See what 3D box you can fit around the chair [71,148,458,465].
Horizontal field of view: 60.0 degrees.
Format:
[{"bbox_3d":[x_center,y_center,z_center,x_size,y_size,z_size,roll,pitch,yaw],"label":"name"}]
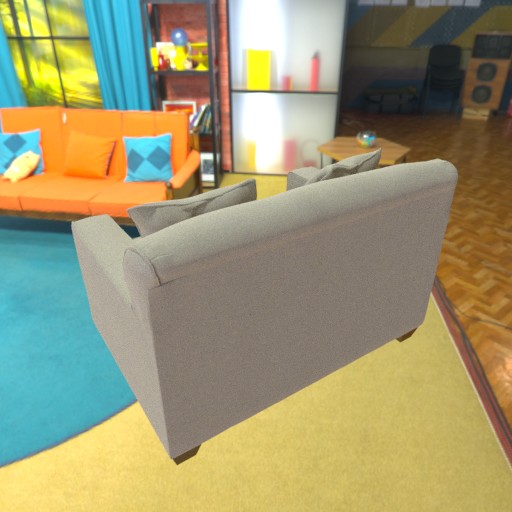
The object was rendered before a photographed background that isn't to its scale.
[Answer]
[{"bbox_3d":[0.000,0.000,2.033,1.383,0.948,1.000,-18,35,-29],"label":"chair"}]
